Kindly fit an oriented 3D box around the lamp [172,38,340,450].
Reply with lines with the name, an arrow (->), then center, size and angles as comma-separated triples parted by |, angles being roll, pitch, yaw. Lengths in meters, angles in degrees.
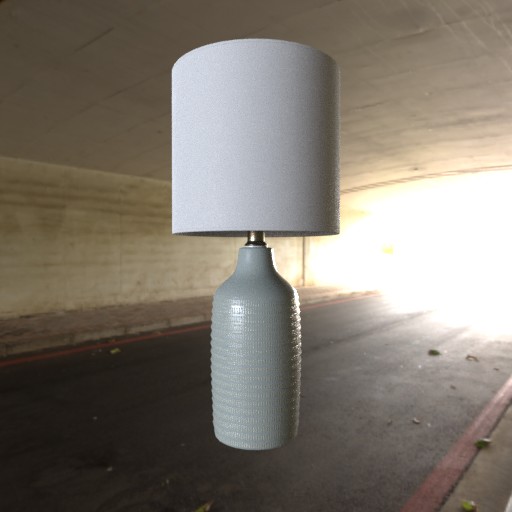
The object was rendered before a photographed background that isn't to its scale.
lamp -> 0.000, 0.000, 0.594 | 0.220, 0.475, 0.220 | 0, 1, -19
